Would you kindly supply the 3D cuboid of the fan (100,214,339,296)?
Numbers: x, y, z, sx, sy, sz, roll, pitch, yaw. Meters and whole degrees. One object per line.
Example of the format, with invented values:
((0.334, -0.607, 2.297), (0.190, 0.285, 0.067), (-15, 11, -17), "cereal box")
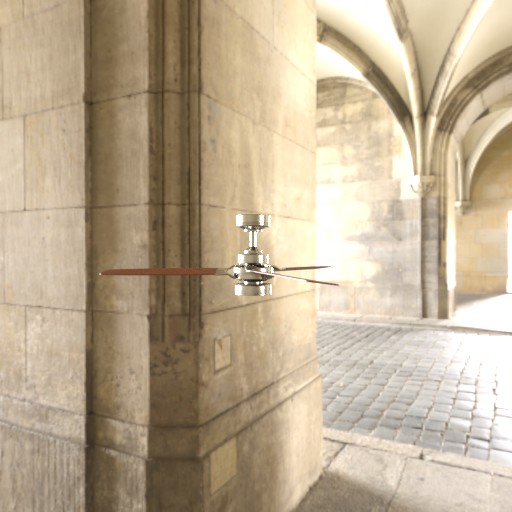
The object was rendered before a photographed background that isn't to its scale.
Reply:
((0.000, 0.000, 2.109), (1.416, 0.410, 1.271), (0, 1, -18), "fan")
